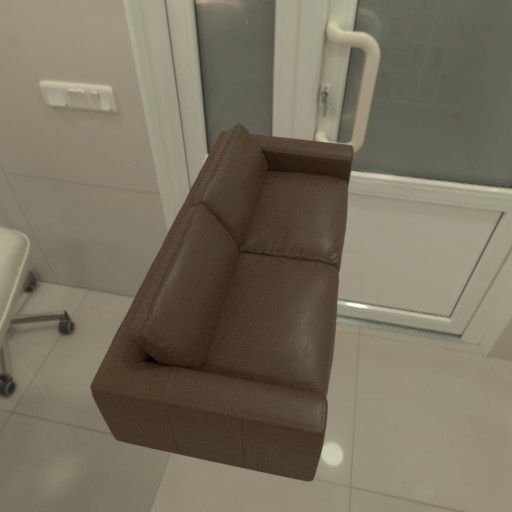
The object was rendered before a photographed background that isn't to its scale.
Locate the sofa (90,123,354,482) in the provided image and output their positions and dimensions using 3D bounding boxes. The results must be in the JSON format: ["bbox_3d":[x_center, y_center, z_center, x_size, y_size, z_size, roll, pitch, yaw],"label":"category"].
[{"bbox_3d":[0.000,0.000,2.754,1.070,0.801,2.262,8,46,8],"label":"sofa"}]
